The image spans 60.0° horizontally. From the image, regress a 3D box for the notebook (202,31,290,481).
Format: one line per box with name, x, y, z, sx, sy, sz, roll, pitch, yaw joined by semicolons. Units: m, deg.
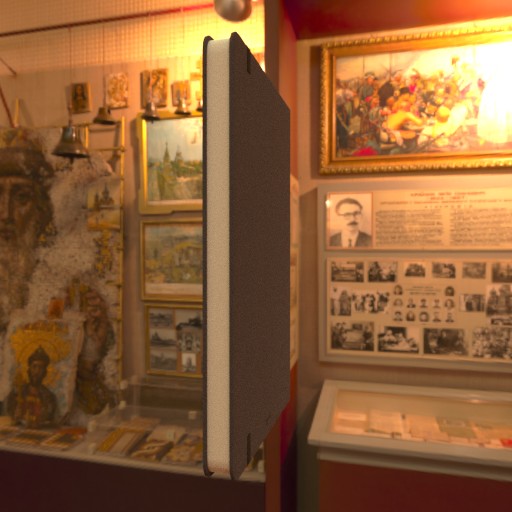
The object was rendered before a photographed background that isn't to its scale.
notebook;0.000;0.000;0.266;0.016;0.213;0.127;0;1;16
